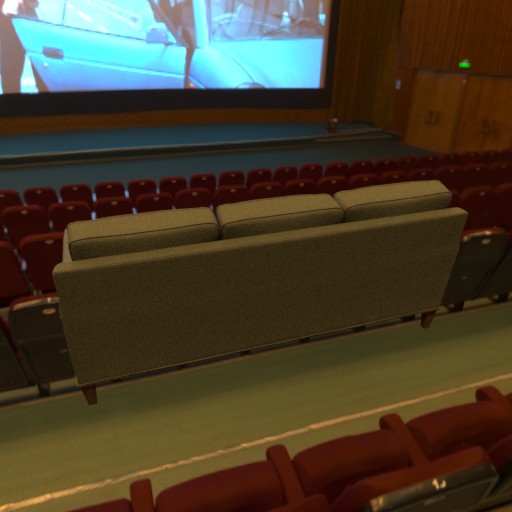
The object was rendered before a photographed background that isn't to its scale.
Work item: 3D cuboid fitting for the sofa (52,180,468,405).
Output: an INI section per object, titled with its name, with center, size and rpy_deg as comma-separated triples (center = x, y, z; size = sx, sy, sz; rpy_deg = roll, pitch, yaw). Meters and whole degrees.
[sofa]
center = 0.000, 0.000, 2.769
size = 2.246, 1.003, 1.084
rpy_deg = -9, 29, -16
